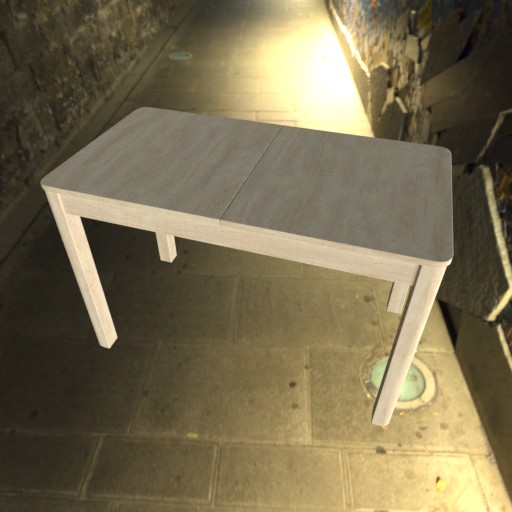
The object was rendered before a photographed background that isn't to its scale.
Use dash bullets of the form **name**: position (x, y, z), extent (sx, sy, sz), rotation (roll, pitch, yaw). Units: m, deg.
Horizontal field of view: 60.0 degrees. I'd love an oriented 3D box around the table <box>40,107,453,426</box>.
- **table**: position (0.000, 0.000, 1.959), extent (1.400, 0.900, 0.750), rotation (12, 42, 14)
